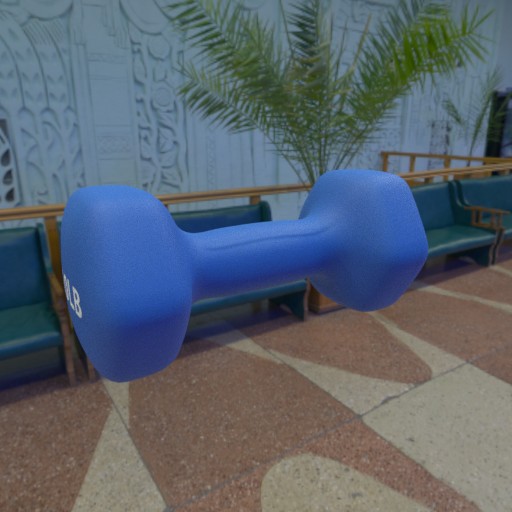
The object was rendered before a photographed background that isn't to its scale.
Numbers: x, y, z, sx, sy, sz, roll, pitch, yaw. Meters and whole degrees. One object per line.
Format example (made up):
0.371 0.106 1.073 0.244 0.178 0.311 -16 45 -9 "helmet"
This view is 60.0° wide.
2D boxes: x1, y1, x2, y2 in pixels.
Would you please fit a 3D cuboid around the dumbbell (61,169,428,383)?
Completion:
0.000 0.000 0.266 0.212 0.093 0.103 -10 19 -29 "dumbbell"
